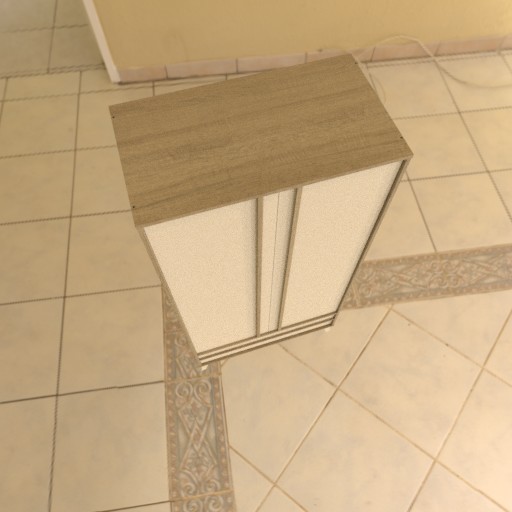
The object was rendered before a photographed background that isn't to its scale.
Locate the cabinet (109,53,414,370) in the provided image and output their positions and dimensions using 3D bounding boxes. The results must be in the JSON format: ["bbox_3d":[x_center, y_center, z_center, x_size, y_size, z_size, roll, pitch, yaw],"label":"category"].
[{"bbox_3d":[0.000,0.000,2.525,1.006,1.999,0.571,-16,63,-8],"label":"cabinet"}]
